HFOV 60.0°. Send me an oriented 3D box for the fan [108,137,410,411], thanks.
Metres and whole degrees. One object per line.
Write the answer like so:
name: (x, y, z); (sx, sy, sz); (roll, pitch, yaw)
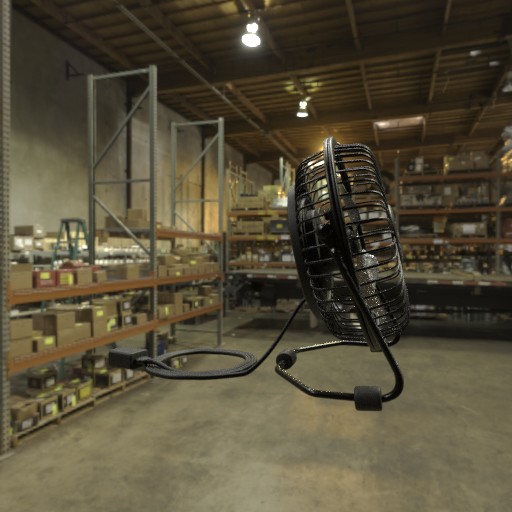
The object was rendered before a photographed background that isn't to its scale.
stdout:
fan: (0.000, 0.000, 0.307); (0.202, 0.152, 0.153); (0, 1, 17)
